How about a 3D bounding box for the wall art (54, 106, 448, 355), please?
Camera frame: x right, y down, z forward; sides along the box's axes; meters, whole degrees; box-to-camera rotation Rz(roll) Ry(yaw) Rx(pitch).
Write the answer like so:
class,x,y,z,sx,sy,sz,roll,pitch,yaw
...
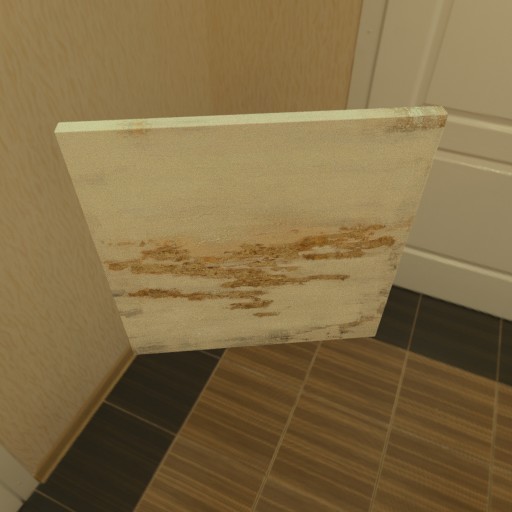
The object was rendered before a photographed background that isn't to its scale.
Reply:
class,x,y,z,sx,sy,sz,roll,pitch,yaw
wall art,0.000,0.000,1.122,0.753,0.755,0.038,-4,45,-4
